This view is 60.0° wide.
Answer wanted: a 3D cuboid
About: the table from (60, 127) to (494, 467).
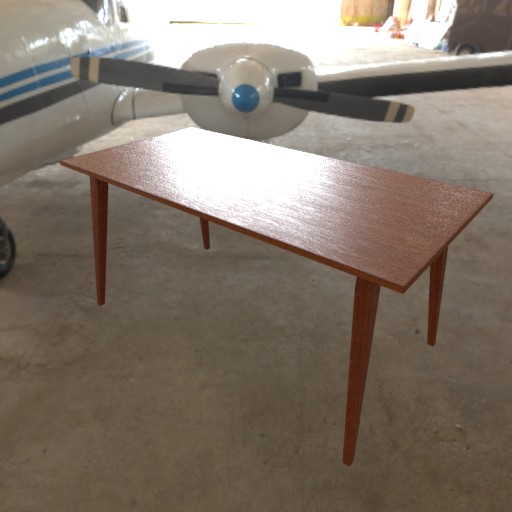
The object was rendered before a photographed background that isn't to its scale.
[{"bbox_3d":[0.000,0.000,1.993,1.609,0.755,0.811,22,36,33],"label":"table"}]
